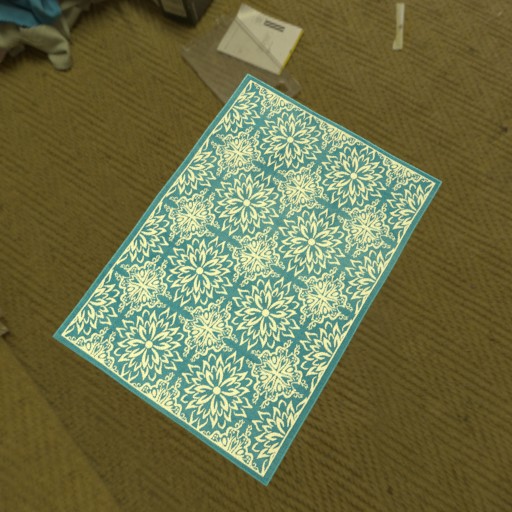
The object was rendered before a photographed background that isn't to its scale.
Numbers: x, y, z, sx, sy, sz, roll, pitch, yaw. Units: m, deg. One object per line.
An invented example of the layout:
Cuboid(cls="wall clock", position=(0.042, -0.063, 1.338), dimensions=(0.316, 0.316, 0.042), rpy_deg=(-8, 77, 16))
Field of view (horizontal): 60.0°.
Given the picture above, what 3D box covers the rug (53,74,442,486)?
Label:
Cuboid(cls="rug", position=(0.000, 0.000, 2.839), dimensions=(1.554, 0.012, 2.205), rpy_deg=(32, 78, 8))
